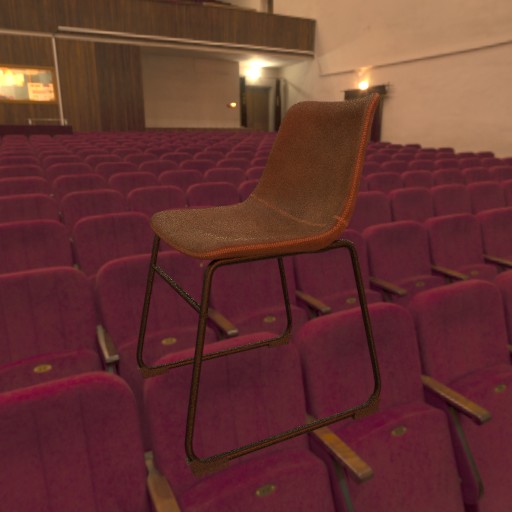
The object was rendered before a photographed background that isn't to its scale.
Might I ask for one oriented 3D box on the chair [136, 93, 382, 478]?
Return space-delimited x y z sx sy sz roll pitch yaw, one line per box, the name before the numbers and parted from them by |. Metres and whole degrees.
chair | 0.000 0.000 1.129 0.551 0.780 0.460 -8 17 -26
